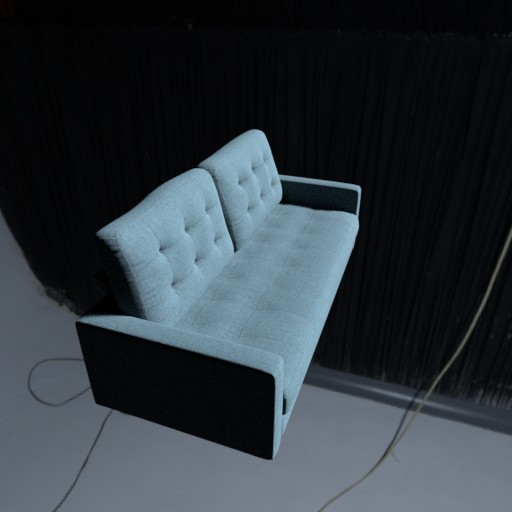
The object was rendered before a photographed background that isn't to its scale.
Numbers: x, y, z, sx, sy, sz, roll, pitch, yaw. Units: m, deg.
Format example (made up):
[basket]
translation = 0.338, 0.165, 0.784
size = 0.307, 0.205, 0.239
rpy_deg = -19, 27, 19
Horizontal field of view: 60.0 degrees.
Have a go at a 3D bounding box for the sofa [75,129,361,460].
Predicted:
[sofa]
translation = 0.000, 0.000, 2.599
size = 0.966, 1.050, 2.010
rpy_deg = 10, 31, 17
